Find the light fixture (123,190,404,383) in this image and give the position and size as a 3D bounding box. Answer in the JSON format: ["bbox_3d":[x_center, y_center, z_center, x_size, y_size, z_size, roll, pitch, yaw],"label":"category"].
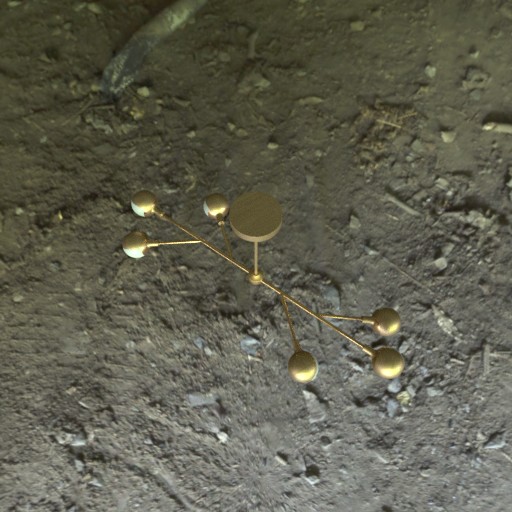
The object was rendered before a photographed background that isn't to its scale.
[{"bbox_3d":[0.000,0.000,0.998,0.434,0.362,0.778,-36,69,-16],"label":"light fixture"}]
